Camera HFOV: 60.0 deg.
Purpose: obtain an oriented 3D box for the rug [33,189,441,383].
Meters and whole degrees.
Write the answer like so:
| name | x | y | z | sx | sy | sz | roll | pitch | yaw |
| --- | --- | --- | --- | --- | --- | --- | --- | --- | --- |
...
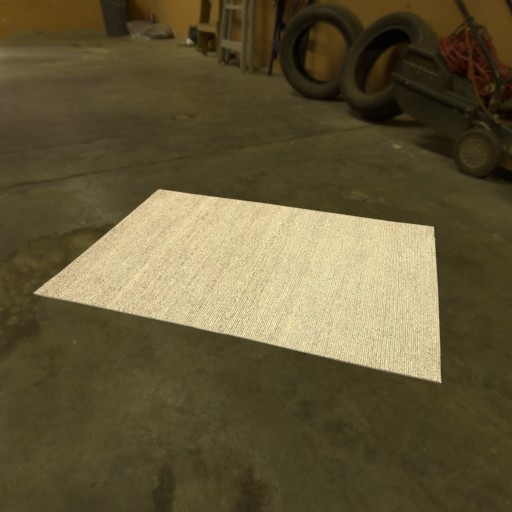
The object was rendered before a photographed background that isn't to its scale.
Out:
| name | x | y | z | sx | sy | sz | roll | pitch | yaw |
| --- | --- | --- | --- | --- | --- | --- | --- | --- | --- |
| rug | 0.000 | 0.000 | 3.022 | 2.342 | 0.030 | 1.609 | 10 | 34 | 15 |
